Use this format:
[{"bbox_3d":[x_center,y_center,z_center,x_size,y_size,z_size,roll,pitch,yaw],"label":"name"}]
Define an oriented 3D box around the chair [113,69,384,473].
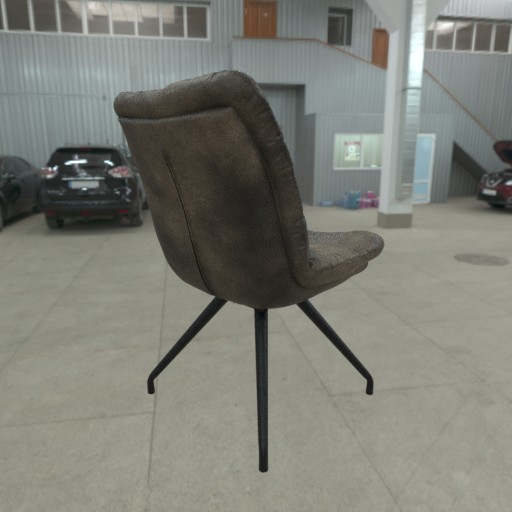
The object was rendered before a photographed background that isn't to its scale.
[{"bbox_3d":[0.000,0.000,1.244,0.549,0.870,0.622,13,19,43],"label":"chair"}]
